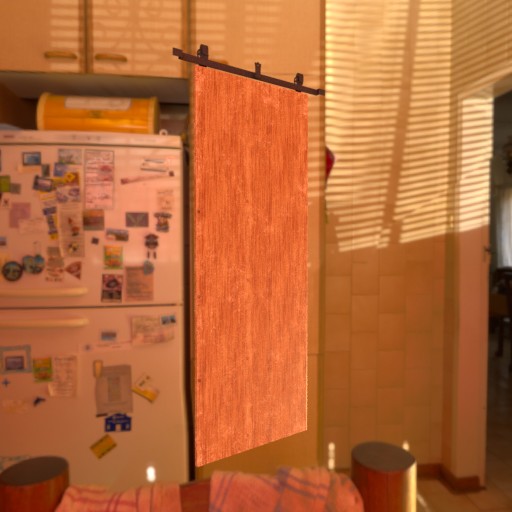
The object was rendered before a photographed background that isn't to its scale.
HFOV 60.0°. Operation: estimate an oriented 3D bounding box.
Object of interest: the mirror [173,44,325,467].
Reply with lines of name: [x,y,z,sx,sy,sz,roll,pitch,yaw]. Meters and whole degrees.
mirror: [0.000,0.000,2.059,0.847,1.793,0.042,-1,2,-36]
